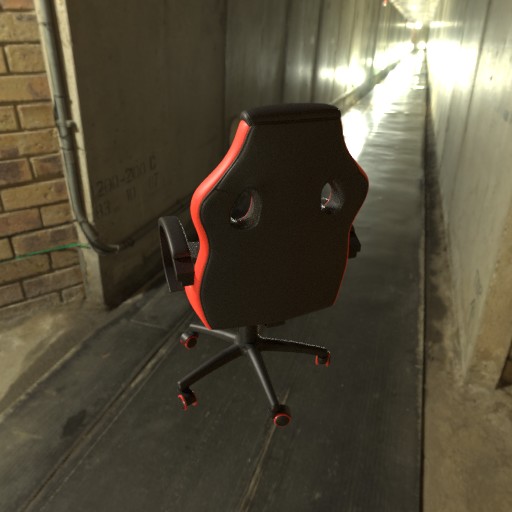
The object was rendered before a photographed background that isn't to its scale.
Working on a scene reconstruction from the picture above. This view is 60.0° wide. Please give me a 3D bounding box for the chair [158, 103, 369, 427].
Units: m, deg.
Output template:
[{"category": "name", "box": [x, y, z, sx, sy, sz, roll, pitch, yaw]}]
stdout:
[{"category": "chair", "box": [0.000, 0.000, 1.423, 0.600, 1.016, 0.642, -9, 29, -17]}]
